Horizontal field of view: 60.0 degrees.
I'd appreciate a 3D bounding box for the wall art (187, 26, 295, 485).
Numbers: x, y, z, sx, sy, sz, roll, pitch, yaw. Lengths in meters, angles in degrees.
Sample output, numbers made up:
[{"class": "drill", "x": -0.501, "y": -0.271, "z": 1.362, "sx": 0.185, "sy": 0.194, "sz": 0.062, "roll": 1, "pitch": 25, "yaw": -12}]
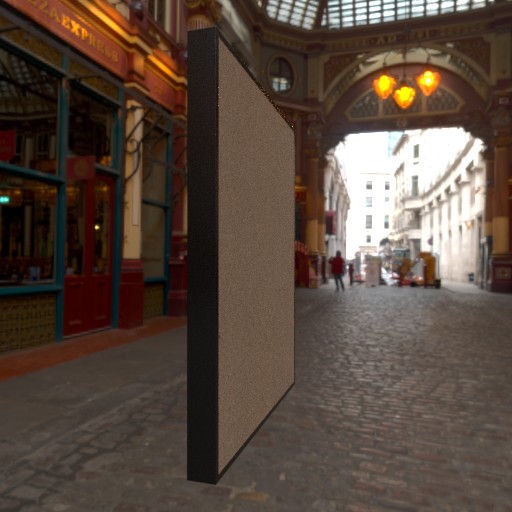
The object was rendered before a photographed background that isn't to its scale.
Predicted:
[{"class": "wall art", "x": 0.000, "y": 0.000, "z": 0.751, "sx": 0.038, "sy": 0.551, "sz": 0.448, "roll": 0, "pitch": 0, "yaw": 17}]
